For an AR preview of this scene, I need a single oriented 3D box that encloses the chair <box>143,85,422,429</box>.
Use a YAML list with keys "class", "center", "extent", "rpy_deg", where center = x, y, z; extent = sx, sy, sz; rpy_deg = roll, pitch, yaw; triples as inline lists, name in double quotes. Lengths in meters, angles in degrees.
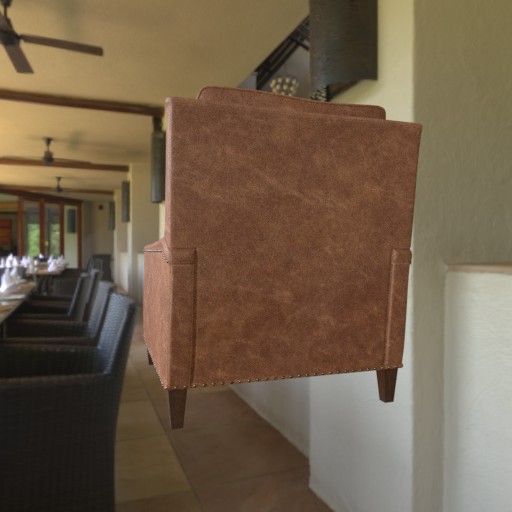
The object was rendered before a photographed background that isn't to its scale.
- class: "chair"
  center: [0.000, 0.000, 1.839]
  extent: [0.854, 1.054, 1.035]
  rpy_deg: [0, 1, -18]
